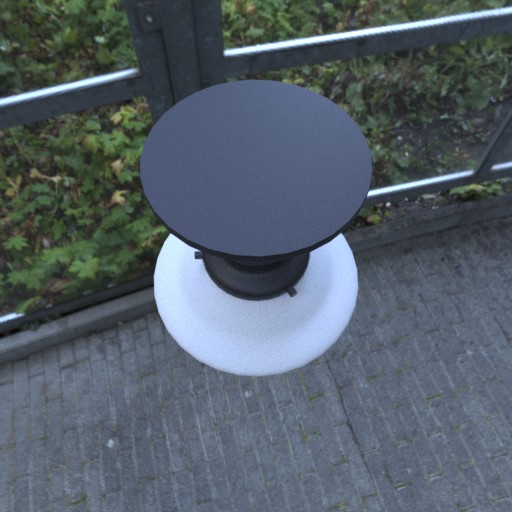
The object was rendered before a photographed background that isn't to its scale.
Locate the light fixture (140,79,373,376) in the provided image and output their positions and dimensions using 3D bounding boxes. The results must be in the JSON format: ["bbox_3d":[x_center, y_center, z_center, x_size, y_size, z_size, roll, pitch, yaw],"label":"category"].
[{"bbox_3d":[0.000,0.000,0.397,0.197,0.254,0.197,0,59,0],"label":"light fixture"}]
